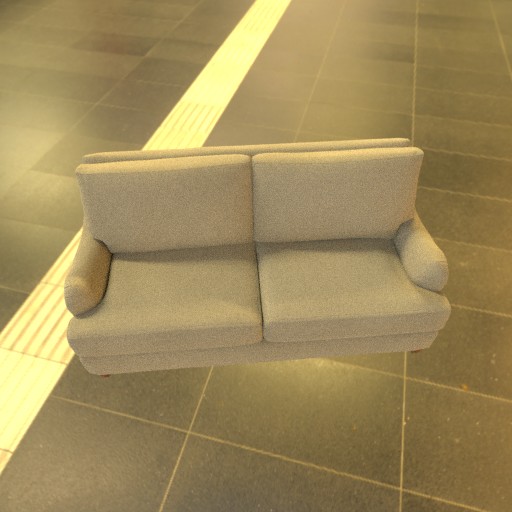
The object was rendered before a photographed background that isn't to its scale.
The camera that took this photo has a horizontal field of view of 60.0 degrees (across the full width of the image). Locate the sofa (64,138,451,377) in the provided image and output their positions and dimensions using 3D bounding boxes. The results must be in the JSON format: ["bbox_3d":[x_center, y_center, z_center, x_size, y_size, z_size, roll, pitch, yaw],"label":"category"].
[{"bbox_3d":[0.000,0.000,2.643,2.070,0.997,1.091,-4,47,-3],"label":"sofa"}]
